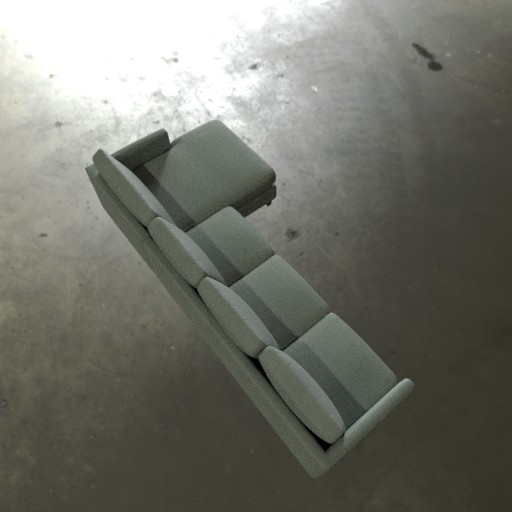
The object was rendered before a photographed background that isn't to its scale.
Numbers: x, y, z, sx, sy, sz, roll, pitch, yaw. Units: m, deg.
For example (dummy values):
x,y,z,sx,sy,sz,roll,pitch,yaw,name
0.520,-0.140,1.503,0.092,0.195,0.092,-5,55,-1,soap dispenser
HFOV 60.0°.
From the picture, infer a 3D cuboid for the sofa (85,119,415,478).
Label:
x,y,z,sx,sy,sz,roll,pitch,yaw,name
0.000,0.000,4.103,1.604,0.950,3.471,-34,65,-19,sofa
